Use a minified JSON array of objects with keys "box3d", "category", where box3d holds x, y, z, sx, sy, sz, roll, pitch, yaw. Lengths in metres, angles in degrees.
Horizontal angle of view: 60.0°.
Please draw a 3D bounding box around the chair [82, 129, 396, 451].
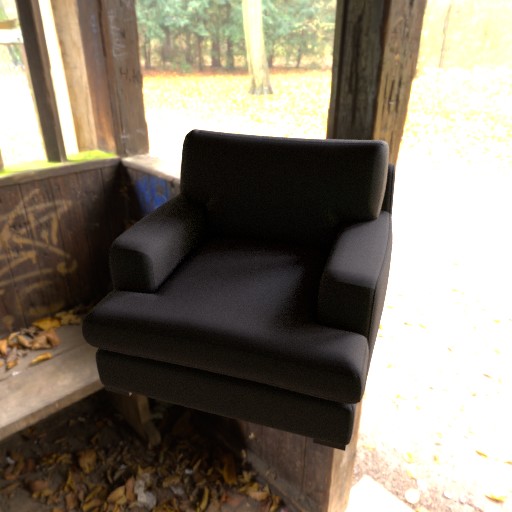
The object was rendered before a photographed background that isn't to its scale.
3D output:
[{"box3d":[0.000,0.000,2.002,1.168,0.940,1.143,8,28,16],"category":"chair"}]
